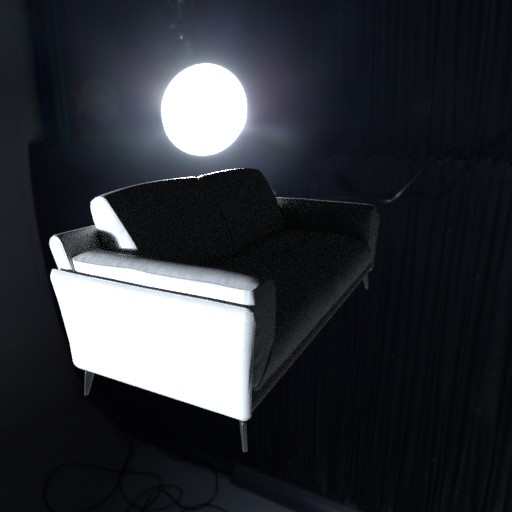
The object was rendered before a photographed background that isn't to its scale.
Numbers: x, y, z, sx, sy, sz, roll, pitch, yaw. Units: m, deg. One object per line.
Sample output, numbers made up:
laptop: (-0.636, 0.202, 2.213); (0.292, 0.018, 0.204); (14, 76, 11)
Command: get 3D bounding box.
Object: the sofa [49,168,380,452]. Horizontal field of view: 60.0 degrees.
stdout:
sofa: (0.000, 0.000, 2.653); (1.049, 0.930, 2.101); (8, 18, 26)
